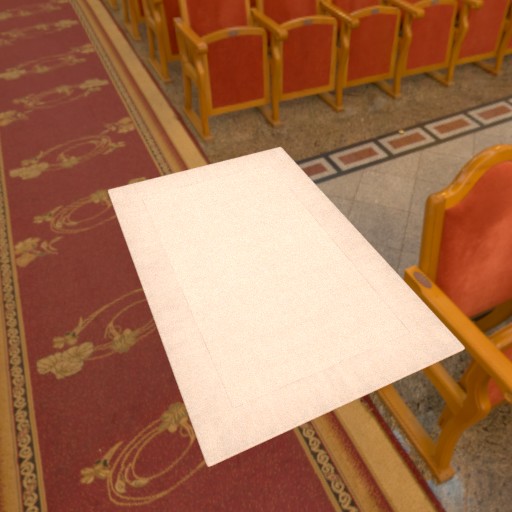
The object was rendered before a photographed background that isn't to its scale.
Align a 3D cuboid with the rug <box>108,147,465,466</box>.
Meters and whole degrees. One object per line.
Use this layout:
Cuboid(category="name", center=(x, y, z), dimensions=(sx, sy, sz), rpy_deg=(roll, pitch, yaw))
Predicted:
Cuboid(category="rug", center=(0.000, 0.000, 2.379), dimensions=(1.219, 0.013, 1.829), rpy_deg=(-18, 48, -17))
